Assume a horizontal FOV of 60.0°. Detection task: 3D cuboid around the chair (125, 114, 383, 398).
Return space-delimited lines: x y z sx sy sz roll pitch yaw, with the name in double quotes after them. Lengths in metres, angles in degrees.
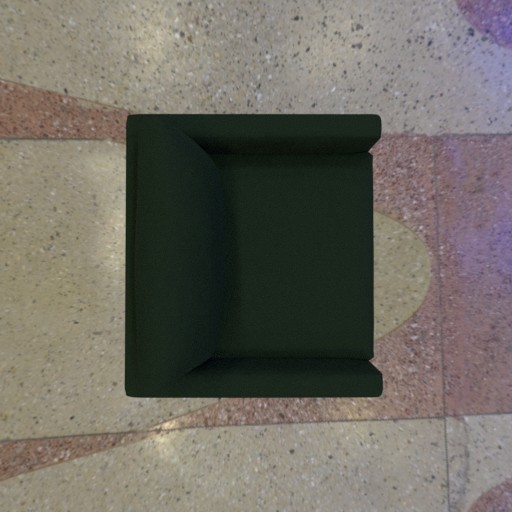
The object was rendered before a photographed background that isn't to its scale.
0.000 0.000 1.643 0.866 0.861 0.963 0 89 0 "chair"
